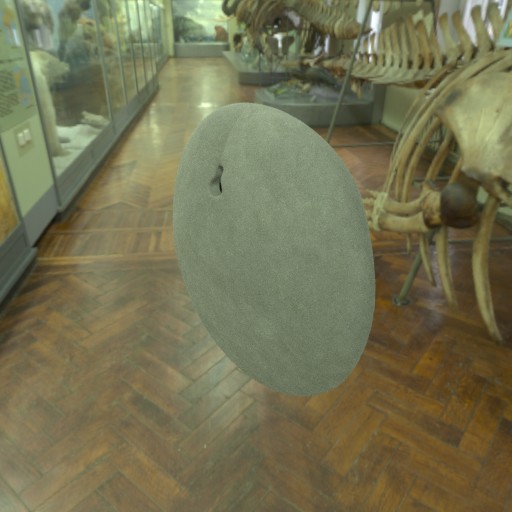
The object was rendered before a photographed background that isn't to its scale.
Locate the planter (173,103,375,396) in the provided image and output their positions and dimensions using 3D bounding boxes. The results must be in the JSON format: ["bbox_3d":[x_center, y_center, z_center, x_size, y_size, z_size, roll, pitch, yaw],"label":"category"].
[{"bbox_3d":[0.000,0.000,0.287,0.071,0.188,0.185,-19,33,-32],"label":"planter"}]
